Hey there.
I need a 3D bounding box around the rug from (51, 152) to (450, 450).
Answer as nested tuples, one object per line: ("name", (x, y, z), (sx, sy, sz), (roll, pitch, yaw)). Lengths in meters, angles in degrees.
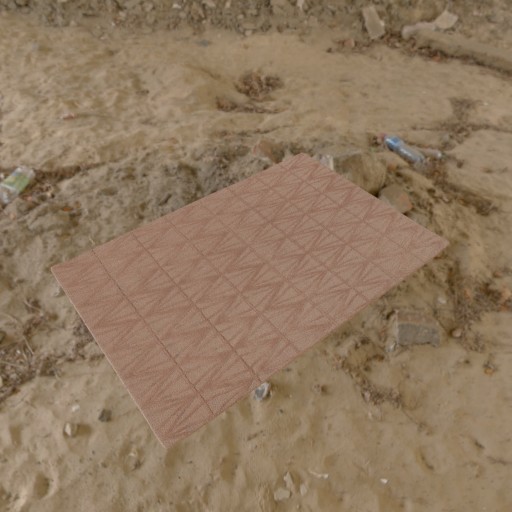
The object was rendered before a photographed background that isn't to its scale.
("rug", (0.000, 0.000, 2.424), (1.837, 0.025, 1.230), (-29, 52, -26))
